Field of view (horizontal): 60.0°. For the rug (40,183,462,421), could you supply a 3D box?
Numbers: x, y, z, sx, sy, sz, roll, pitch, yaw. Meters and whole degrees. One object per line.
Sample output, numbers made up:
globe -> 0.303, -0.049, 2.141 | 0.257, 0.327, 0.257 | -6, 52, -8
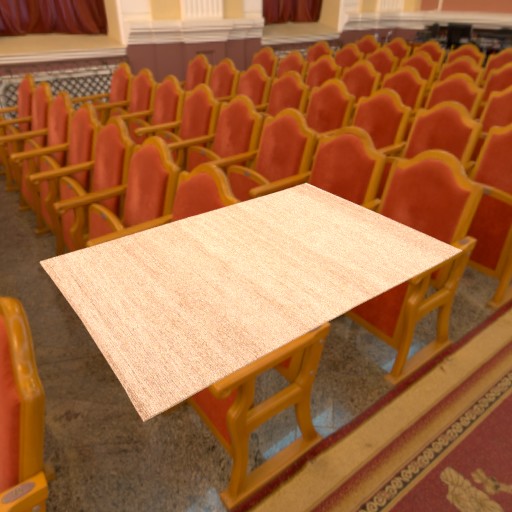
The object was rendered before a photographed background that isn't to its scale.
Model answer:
rug -> 0.000, 0.000, 2.948 | 2.346, 0.029, 1.574 | -21, 36, -31
